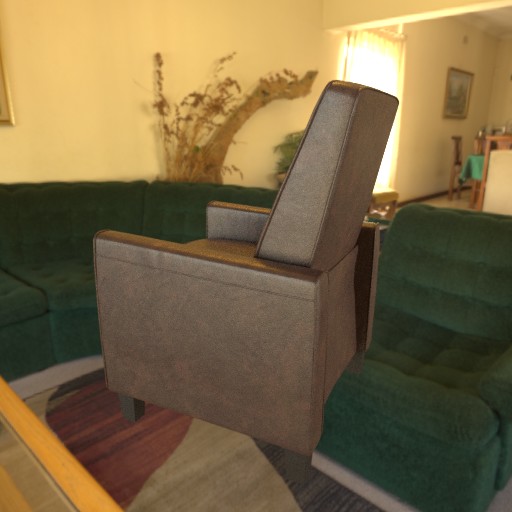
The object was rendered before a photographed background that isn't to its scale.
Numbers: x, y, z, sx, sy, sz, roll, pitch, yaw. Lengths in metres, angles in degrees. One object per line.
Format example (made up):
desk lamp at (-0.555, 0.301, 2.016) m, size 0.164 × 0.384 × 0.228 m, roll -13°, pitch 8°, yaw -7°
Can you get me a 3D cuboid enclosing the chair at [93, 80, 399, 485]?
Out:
chair at (0.000, 0.000, 1.438) m, size 0.746 × 1.013 × 0.705 m, roll 8°, pitch 18°, yaw 25°
